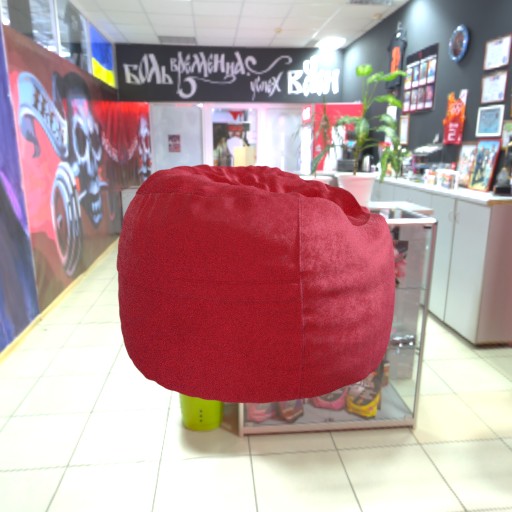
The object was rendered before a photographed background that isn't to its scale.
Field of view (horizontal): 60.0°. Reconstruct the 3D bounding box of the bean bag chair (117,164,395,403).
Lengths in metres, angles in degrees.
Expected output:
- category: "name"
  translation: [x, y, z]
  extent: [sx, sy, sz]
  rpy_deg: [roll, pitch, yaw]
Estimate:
- category: "bean bag chair"
  translation: [0.000, 0.000, 2.000]
  extent: [1.218, 0.788, 1.218]
  rpy_deg: [0, 14, 0]
